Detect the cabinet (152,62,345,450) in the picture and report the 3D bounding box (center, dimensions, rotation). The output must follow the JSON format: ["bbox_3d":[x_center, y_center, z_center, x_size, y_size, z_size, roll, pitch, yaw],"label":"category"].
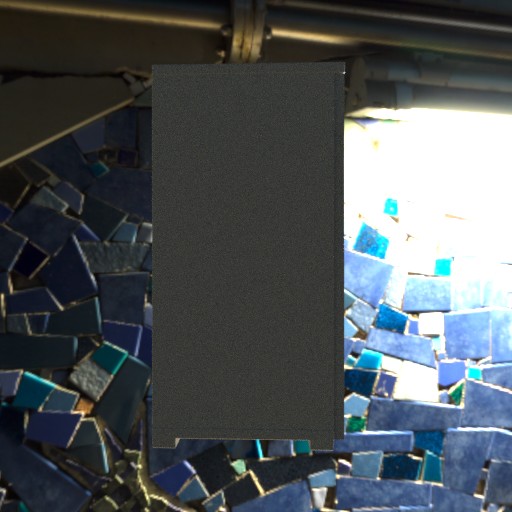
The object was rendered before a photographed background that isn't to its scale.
[{"bbox_3d":[0.000,0.000,1.418,0.400,0.800,1.000,0,0,2],"label":"cabinet"}]
